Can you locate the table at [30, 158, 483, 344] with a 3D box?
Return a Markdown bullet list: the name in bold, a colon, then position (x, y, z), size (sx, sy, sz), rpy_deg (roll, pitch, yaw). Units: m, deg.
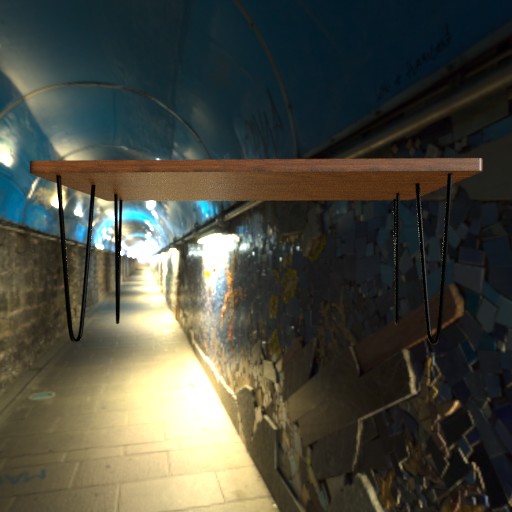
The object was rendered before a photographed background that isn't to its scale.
- **table**: position (0.000, 0.000, 2.173), size (1.791, 0.753, 0.883), rpy_deg (0, 0, 2)
